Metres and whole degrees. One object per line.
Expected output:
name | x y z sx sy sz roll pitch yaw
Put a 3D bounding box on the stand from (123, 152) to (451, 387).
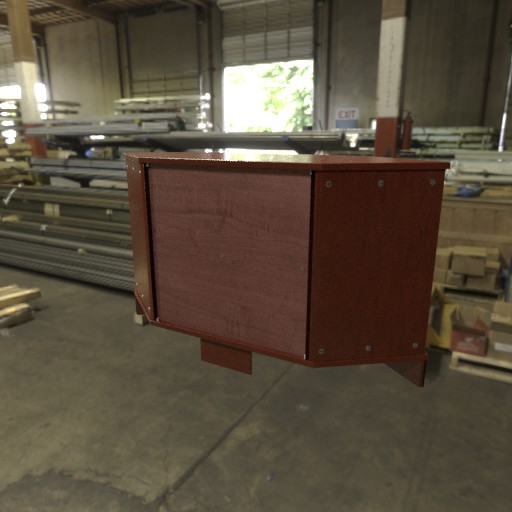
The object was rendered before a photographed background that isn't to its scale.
stand | 0.000 0.000 1.399 1.072 0.614 0.381 8 18 28
